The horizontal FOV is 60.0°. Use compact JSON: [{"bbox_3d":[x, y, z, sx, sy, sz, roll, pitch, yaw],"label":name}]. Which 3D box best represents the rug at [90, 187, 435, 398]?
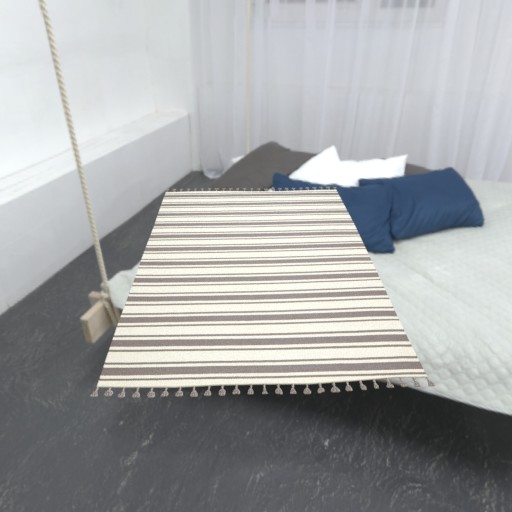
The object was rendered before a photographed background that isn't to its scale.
[{"bbox_3d":[0.000,0.000,3.020,1.563,0.014,2.425,-1,31,-2],"label":"rug"}]
